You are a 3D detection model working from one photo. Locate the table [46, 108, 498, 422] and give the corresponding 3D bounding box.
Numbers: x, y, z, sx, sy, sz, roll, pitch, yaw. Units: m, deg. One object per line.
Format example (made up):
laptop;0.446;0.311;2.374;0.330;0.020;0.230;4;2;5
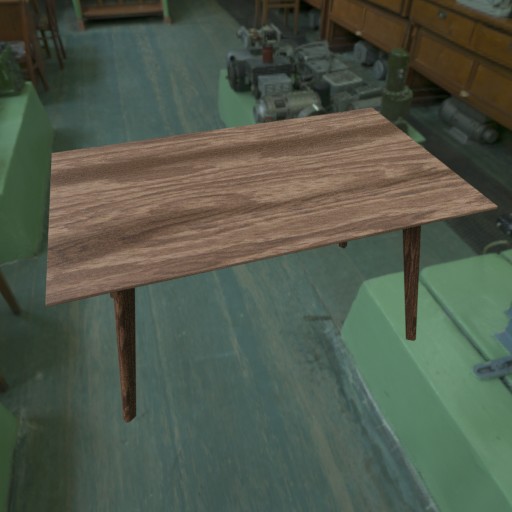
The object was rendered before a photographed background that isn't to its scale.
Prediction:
table;0.000;0.000;1.771;1.349;0.724;0.801;-12;43;-13
